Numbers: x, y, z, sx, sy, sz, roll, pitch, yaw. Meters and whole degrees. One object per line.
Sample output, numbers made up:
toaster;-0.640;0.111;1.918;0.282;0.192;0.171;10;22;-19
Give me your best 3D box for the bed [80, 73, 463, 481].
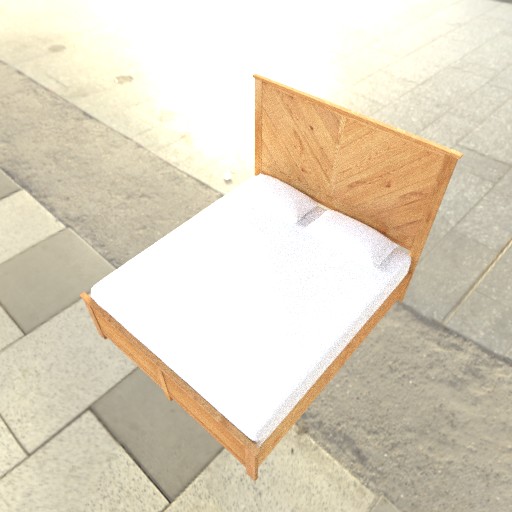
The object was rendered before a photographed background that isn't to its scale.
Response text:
bed;0.000;0.000;3.589;1.936;1.686;2.201;33;55;27
